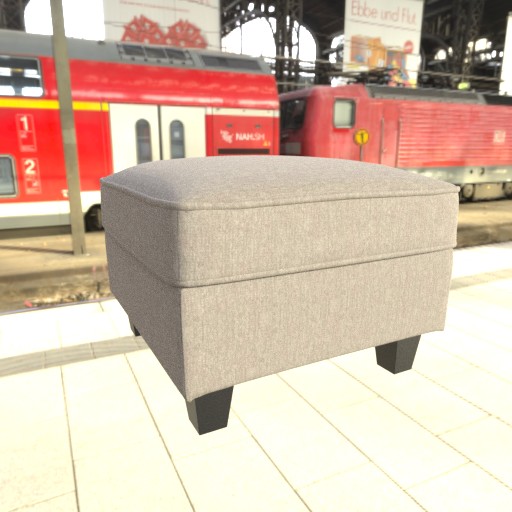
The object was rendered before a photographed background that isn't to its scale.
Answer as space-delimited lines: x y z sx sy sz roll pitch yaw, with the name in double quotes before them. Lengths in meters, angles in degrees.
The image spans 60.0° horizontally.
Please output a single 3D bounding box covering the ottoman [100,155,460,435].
"ottoman" 0.000 0.000 1.381 0.808 0.612 0.871 -7 15 -27
